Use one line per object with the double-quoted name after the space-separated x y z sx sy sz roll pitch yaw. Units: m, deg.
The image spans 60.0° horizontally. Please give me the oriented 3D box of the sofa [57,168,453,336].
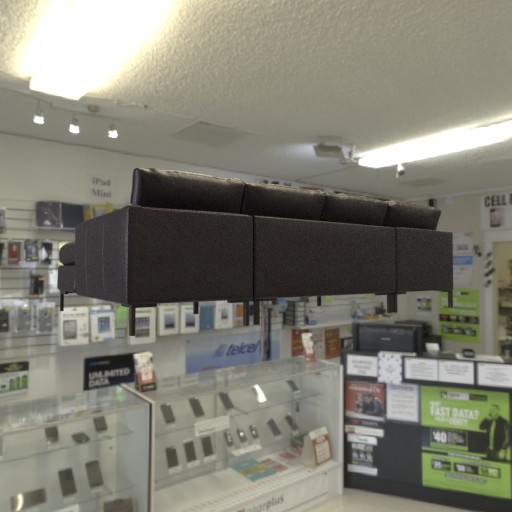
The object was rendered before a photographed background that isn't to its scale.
0.000 0.000 3.830 2.956 0.900 1.939 1 -2 -35 "sofa"
